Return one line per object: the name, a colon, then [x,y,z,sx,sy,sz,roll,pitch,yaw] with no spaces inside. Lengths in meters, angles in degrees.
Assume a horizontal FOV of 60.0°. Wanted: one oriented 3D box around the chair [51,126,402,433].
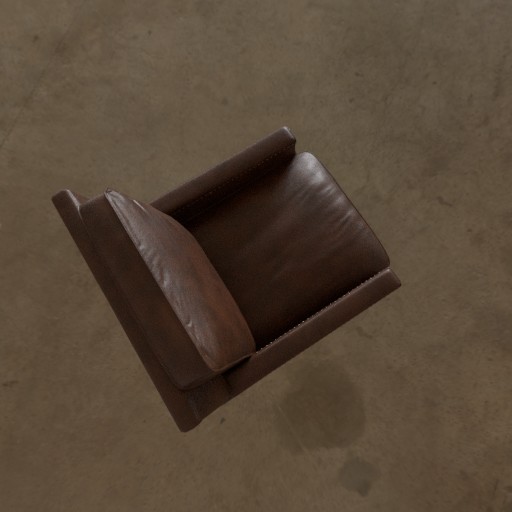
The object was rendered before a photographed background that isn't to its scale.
chair: [0.000,0.000,1.830,1.035,1.054,0.854,-32,78,-8]
